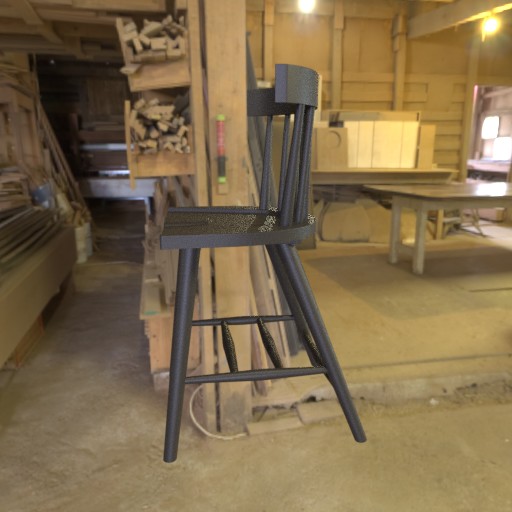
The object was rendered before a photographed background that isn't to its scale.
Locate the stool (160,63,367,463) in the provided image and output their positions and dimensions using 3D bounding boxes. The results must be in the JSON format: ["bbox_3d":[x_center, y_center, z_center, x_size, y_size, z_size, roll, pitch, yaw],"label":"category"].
[{"bbox_3d":[0.000,0.000,1.274,0.549,0.953,0.494,-2,14,-9],"label":"stool"}]
